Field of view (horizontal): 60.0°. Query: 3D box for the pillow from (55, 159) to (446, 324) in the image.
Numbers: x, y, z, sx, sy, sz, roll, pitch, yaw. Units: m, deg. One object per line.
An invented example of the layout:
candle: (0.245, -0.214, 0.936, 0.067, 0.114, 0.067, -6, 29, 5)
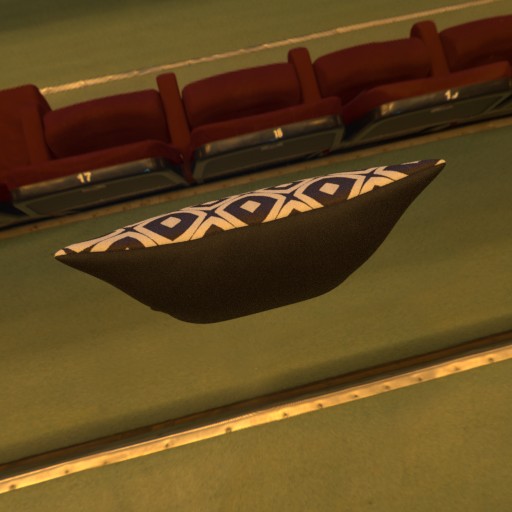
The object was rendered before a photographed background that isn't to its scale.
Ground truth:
pillow: (0.000, 0.000, 0.788, 0.504, 0.494, 0.188, -14, 76, -4)
